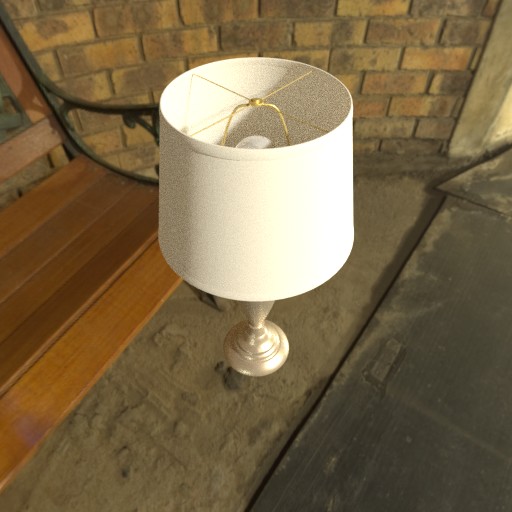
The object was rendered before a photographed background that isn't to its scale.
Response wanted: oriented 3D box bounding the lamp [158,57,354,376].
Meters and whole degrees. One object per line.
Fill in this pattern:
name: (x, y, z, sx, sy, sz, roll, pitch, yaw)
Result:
lamp: (0.000, 0.000, 0.809, 0.328, 0.612, 0.328, 0, 46, 0)
